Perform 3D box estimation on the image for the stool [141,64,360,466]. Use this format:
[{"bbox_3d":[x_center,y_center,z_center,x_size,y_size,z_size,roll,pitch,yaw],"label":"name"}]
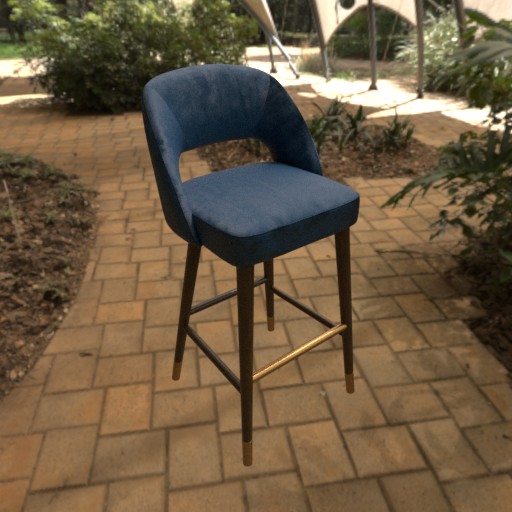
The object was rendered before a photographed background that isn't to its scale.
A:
[{"bbox_3d":[0.000,0.000,1.326,0.514,1.016,0.515,-21,36,-32],"label":"stool"}]
